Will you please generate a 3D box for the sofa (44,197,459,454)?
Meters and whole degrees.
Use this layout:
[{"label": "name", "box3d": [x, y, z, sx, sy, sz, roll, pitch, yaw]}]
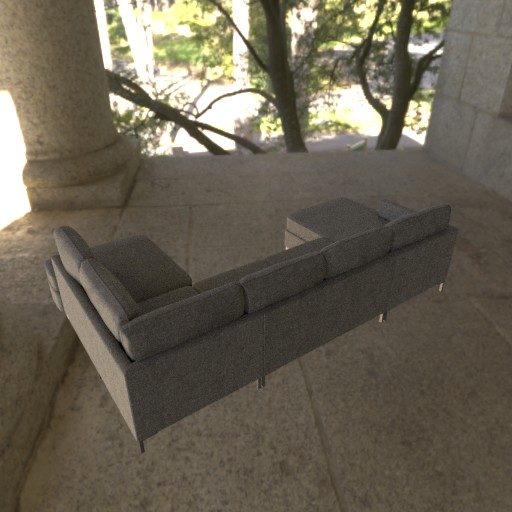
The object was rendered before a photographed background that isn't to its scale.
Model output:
[{"label": "sofa", "box3d": [0.000, 0.000, 4.262, 3.423, 0.999, 2.048, -20, 35, -30]}]
